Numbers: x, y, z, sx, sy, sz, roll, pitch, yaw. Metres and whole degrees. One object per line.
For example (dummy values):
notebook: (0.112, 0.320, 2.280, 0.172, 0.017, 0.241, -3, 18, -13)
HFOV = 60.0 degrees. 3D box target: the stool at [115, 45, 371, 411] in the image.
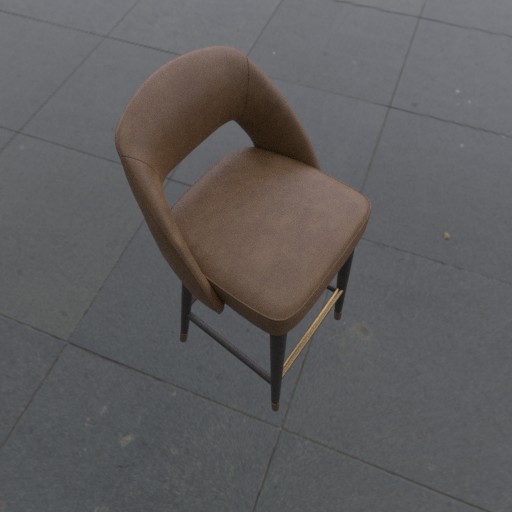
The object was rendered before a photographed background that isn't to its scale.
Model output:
stool: (0.000, 0.000, 1.292, 0.509, 1.037, 0.494, 32, 64, 18)
